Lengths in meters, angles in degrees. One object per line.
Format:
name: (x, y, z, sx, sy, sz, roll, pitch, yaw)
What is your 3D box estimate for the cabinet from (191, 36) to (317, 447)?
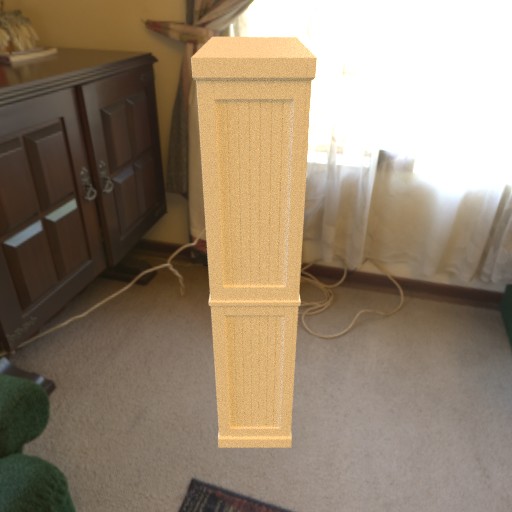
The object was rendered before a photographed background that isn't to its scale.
cabinet: (0.000, 0.000, 2.120, 0.390, 1.829, 0.754, 0, 31, 0)
